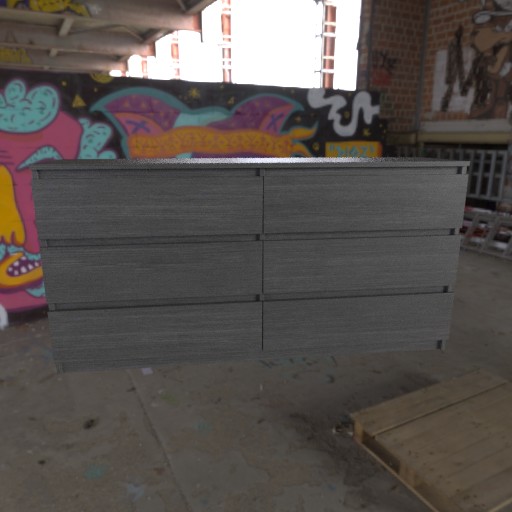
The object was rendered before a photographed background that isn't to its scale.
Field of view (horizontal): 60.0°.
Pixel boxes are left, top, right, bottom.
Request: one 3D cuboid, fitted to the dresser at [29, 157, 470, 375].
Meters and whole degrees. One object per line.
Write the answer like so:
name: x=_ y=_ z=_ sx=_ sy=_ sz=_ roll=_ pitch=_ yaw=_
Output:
dresser: x=0.000 y=0.000 z=1.879 sx=1.590 sy=0.795 sz=0.400 roll=-2 pitch=15 yaw=-7
